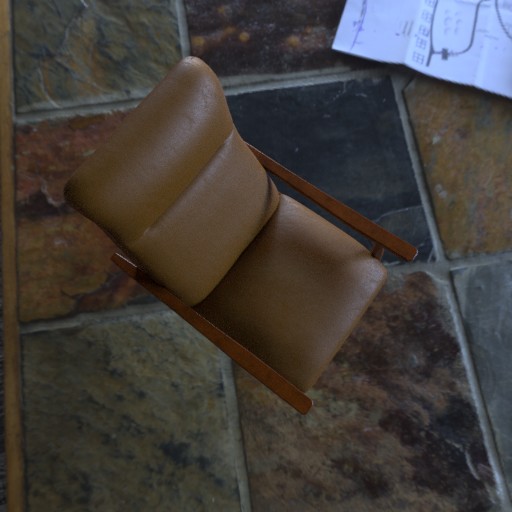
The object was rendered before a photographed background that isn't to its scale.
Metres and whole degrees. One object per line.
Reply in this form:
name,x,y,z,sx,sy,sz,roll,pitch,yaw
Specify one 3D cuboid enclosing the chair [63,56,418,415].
chair,0.000,0.000,1.797,1.014,1.082,0.762,36,78,9
